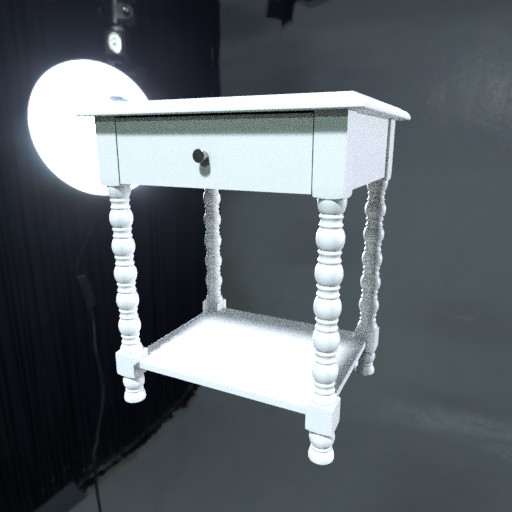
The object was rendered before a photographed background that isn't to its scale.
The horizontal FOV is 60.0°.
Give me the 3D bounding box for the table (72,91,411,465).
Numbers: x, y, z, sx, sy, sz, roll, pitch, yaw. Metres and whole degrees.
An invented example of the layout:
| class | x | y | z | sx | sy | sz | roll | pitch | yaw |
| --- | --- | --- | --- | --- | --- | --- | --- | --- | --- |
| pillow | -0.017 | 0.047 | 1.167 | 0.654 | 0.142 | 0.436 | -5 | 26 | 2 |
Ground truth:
| class | x | y | z | sx | sy | sz | roll | pitch | yaw |
| --- | --- | --- | --- | --- | --- | --- | --- | --- | --- |
| table | 0.000 | 0.000 | 0.828 | 0.460 | 0.531 | 0.381 | 7 | 16 | 25 |
